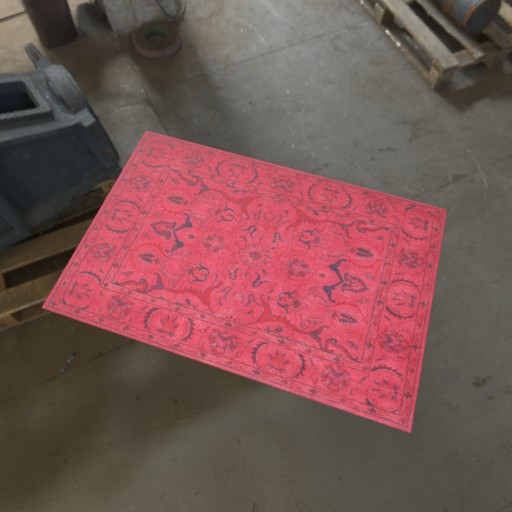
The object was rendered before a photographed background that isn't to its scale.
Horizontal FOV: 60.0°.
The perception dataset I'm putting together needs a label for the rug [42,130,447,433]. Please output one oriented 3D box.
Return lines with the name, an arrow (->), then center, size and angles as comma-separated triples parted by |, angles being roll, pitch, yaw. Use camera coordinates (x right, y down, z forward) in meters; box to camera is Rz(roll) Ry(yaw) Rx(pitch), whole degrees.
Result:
rug -> 0.000, 0.000, 2.306 | 1.814, 0.008, 1.209 | 17, 64, 8
